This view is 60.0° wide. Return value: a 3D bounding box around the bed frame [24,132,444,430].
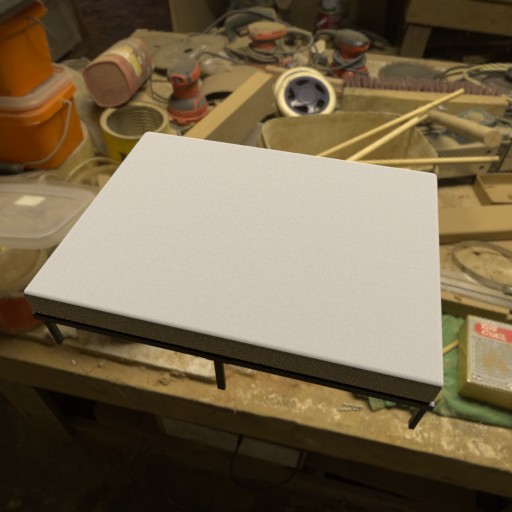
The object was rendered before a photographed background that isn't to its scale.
[{"bbox_3d":[0.000,0.000,3.499,2.635,0.680,1.990,11,49,10],"label":"bed frame"}]
